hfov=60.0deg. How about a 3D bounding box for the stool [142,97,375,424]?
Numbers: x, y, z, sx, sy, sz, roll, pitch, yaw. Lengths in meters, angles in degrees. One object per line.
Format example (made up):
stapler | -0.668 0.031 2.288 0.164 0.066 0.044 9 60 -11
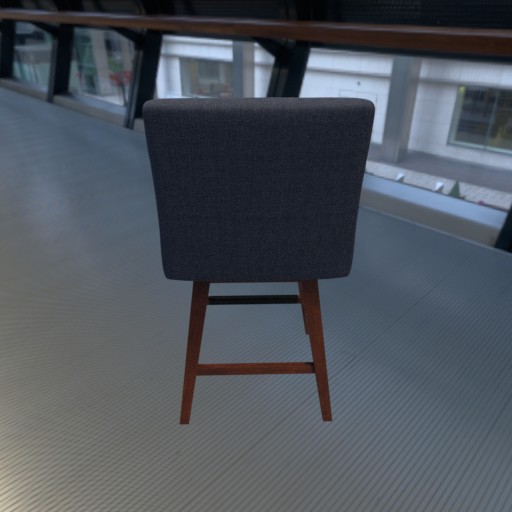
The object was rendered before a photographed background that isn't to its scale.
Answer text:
stool | 0.000 0.000 1.207 0.467 0.895 0.524 -1 29 -1
